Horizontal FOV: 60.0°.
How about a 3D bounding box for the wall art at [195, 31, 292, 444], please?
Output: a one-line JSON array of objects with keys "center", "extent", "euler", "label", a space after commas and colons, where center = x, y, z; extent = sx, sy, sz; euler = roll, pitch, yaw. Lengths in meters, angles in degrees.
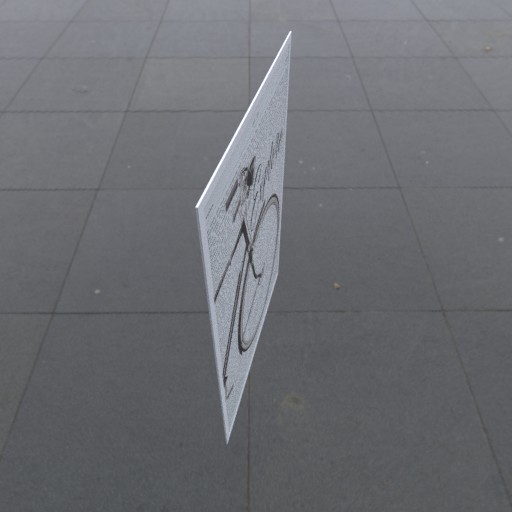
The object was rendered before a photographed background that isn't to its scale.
[{"center": [0.000, 0.000, 0.801], "extent": [0.003, 0.610, 0.457], "euler": [11, 48, 10], "label": "wall art"}]
